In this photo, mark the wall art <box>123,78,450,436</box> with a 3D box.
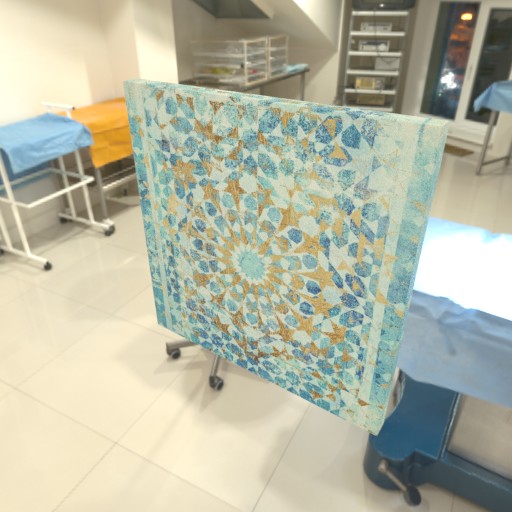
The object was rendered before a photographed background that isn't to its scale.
[{"bbox_3d":[0.000,0.000,0.886,0.609,0.609,0.040,20,36,29],"label":"wall art"}]
